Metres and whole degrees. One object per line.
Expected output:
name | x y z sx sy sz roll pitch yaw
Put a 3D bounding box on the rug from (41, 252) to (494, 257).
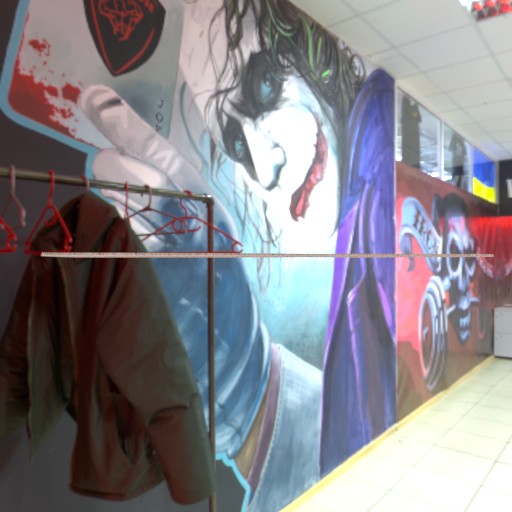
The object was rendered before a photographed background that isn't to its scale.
rug | 0.000 0.000 2.832 2.280 0.015 1.521 0 0 -18
